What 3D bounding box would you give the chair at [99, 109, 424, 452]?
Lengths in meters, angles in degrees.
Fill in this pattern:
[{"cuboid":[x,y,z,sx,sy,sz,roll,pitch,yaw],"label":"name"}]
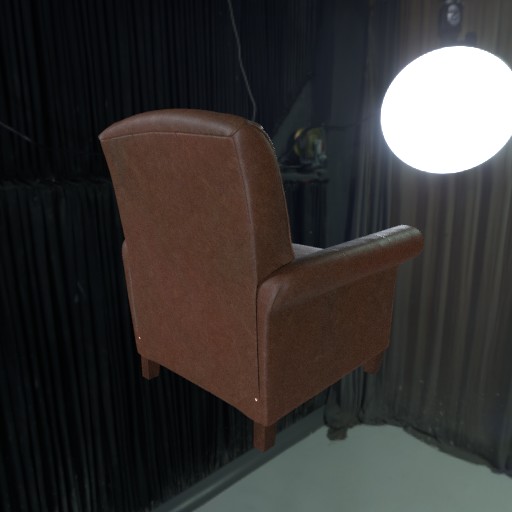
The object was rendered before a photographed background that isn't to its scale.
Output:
[{"cuboid":[0.000,0.000,1.763,0.978,1.061,0.902,13,19,42],"label":"chair"}]
